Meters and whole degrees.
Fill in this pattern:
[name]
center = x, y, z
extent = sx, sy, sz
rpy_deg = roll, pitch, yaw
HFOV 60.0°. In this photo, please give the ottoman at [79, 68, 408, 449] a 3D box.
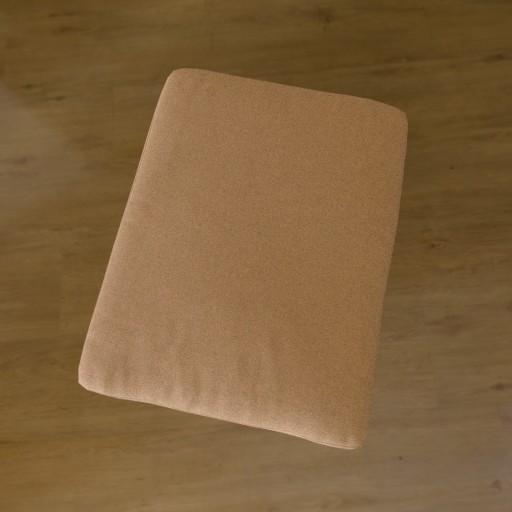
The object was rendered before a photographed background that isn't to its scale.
[ottoman]
center = 0.000, 0.000, 1.301
extent = 0.692, 0.511, 0.902
rpy_deg = 11, 75, 3
